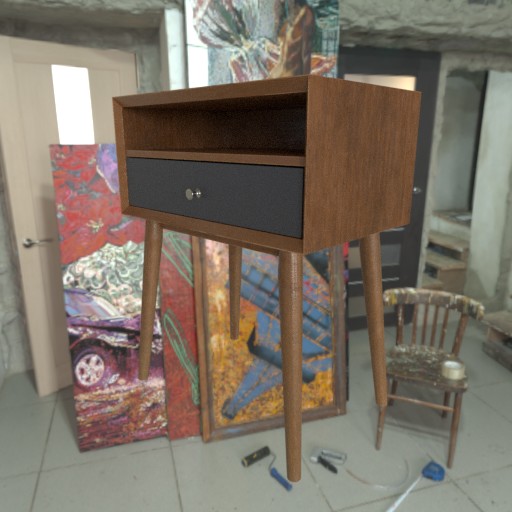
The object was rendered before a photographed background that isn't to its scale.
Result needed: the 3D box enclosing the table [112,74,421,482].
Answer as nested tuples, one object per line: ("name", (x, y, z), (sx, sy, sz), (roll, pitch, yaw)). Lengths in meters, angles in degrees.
("table", (0.000, 0.000, 0.844), (0.454, 0.580, 0.307), (14, 21, 42))
